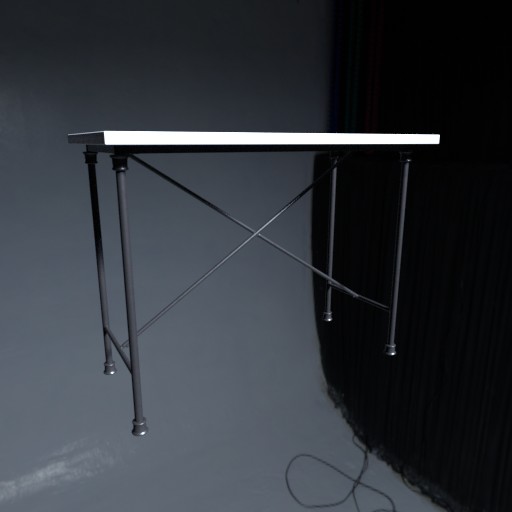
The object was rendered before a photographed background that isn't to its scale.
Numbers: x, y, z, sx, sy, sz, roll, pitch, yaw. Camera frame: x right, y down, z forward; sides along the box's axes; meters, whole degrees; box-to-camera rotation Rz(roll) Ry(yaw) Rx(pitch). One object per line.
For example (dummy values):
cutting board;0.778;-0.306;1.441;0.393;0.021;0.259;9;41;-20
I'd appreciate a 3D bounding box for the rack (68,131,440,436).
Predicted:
rack;0.000;0.000;1.669;1.159;0.880;0.613;-8;17;-29
